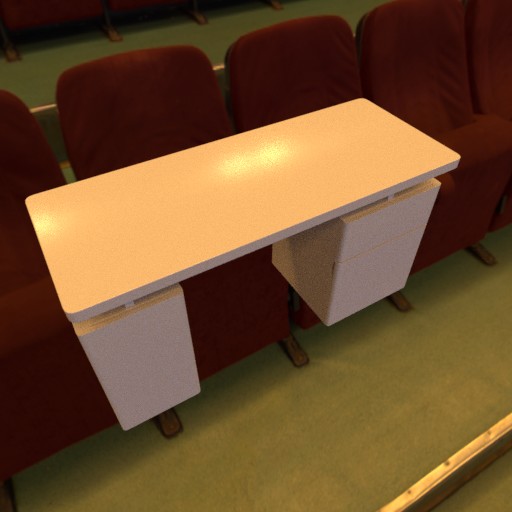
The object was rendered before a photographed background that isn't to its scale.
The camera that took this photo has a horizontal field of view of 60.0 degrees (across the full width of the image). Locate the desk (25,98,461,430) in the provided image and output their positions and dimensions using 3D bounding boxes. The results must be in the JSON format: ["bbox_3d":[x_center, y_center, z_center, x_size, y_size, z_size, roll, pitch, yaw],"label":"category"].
[{"bbox_3d":[0.000,0.000,1.768,1.400,0.762,0.550,-23,49,-21],"label":"desk"}]
